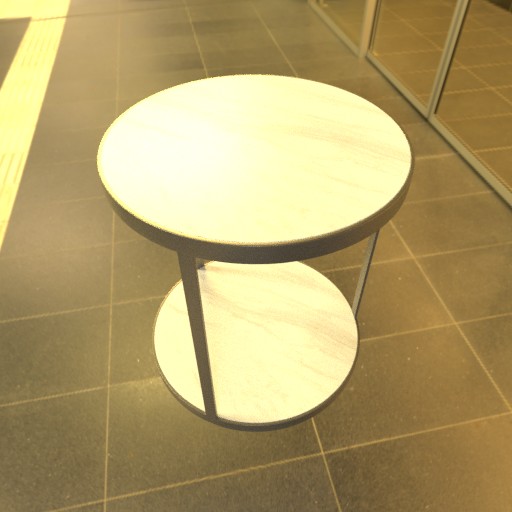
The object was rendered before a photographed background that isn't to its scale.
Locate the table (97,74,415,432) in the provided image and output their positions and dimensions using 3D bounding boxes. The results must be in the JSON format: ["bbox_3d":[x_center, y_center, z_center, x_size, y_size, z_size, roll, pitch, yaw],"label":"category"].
[{"bbox_3d":[0.000,0.000,0.808,0.445,0.479,0.445,0,45,0],"label":"table"}]
